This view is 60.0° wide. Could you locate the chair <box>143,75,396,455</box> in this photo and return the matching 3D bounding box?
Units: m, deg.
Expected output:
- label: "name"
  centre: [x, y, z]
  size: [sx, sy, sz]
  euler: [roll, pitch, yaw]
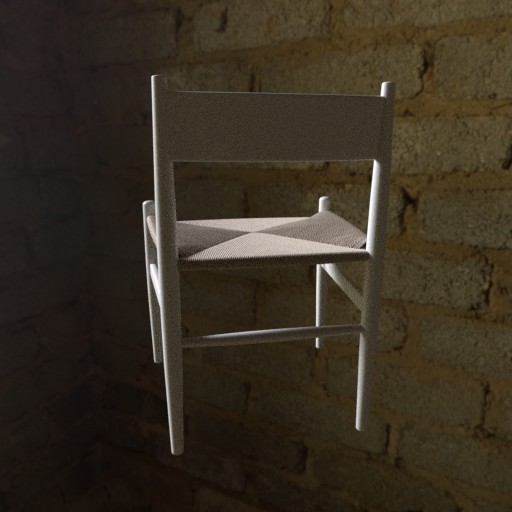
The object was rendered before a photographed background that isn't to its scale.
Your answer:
- label: "chair"
  centre: [0.000, 0.000, 1.097]
  size: [0.556, 0.762, 0.495]
  euler: [-3, 14, -11]
